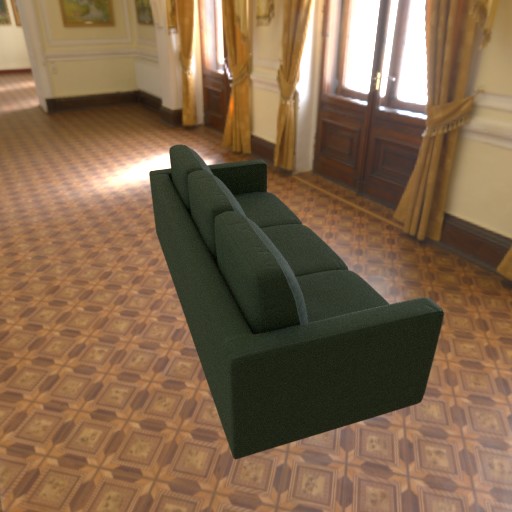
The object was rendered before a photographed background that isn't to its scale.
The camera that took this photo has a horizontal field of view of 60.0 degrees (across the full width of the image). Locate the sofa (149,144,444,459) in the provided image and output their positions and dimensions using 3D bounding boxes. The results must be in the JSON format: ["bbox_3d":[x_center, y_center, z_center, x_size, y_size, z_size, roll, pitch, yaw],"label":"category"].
[{"bbox_3d":[0.000,0.000,2.482,0.879,0.899,2.029,-10,31,-17],"label":"sofa"}]
